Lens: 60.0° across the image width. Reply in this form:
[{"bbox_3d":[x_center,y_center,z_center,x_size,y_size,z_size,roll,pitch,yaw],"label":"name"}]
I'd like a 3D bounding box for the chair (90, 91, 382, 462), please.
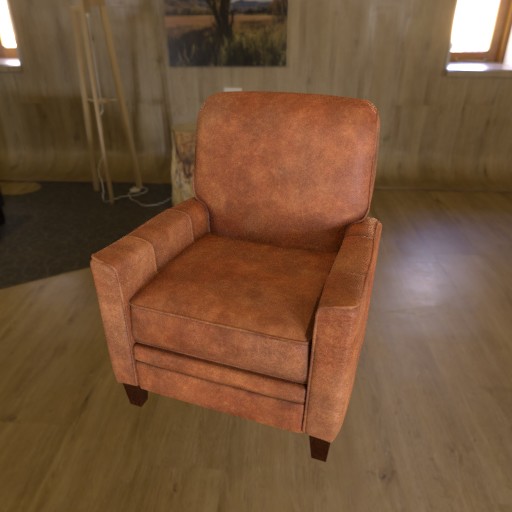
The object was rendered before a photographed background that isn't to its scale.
[{"bbox_3d":[0.000,0.000,1.627,0.843,1.043,0.836,10,30,17],"label":"chair"}]
